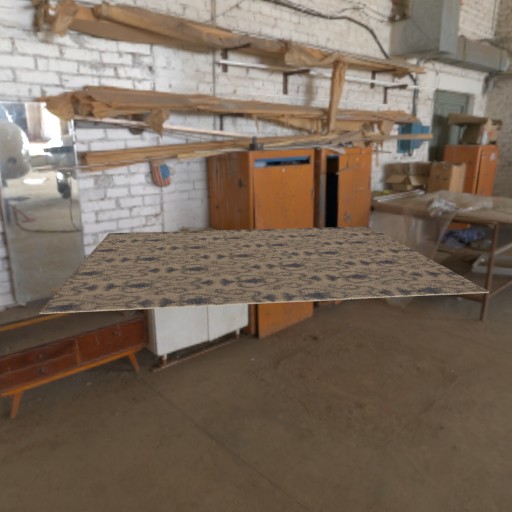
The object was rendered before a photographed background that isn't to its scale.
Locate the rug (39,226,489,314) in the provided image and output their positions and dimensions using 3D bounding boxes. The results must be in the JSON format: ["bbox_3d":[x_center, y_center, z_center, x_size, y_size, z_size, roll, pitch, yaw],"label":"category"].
[{"bbox_3d":[0.000,0.000,4.266,3.205,0.015,2.437,-2,16,-7],"label":"rug"}]
